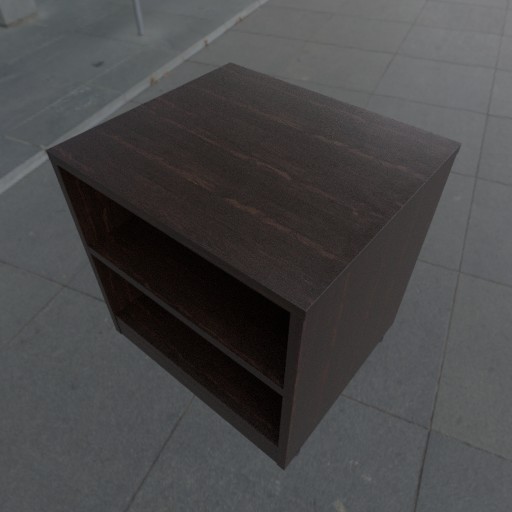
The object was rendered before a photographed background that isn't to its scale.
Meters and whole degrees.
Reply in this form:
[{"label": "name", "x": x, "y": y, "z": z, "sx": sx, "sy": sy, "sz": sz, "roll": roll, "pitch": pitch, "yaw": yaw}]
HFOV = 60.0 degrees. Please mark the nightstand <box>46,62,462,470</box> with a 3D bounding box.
[{"label": "nightstand", "x": 0.000, "y": 0.000, "z": 0.864, "sx": 0.489, "sy": 0.487, "sz": 0.427, "roll": 30, "pitch": 53, "yaw": 26}]
